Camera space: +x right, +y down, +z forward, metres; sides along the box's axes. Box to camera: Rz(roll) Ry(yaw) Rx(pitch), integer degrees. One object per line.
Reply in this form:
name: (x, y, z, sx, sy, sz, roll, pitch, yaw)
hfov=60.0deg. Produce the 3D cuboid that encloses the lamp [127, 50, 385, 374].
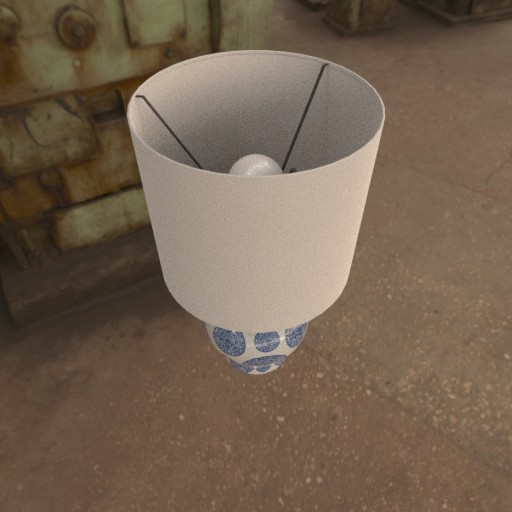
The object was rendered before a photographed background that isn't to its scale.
lamp: (0.000, 0.000, 0.513, 0.215, 0.381, 0.215, 33, 54, 27)
